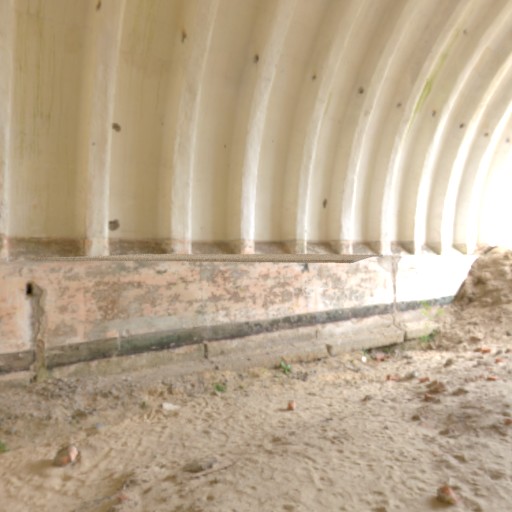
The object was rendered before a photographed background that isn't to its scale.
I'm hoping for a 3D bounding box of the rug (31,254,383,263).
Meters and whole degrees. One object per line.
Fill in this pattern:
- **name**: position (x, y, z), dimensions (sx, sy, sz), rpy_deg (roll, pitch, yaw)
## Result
- **rug**: position (0.000, 0.000, 3.048), dimensions (1.574, 0.029, 2.346), rpy_deg (0, 1, 19)
